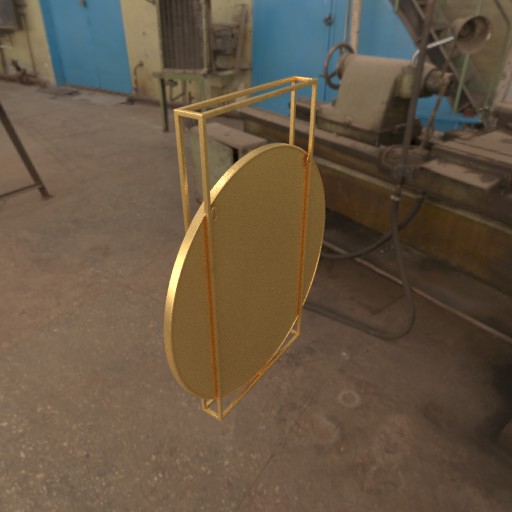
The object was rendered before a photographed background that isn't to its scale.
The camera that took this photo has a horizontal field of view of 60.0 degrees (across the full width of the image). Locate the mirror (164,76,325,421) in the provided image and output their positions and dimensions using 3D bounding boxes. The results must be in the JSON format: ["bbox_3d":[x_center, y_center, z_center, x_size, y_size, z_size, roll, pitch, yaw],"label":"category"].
[{"bbox_3d":[0.000,0.000,0.852,0.051,0.603,0.508,20,37,29],"label":"mirror"}]
